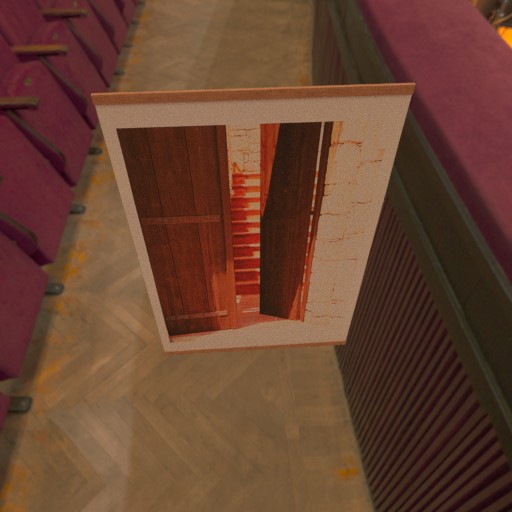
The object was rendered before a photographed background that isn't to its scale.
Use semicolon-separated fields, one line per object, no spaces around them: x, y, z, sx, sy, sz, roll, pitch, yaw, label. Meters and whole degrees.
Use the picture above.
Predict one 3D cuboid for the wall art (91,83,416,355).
0.000;0.000;1.942;1.019;1.527;0.019;-3;47;-3;wall art
